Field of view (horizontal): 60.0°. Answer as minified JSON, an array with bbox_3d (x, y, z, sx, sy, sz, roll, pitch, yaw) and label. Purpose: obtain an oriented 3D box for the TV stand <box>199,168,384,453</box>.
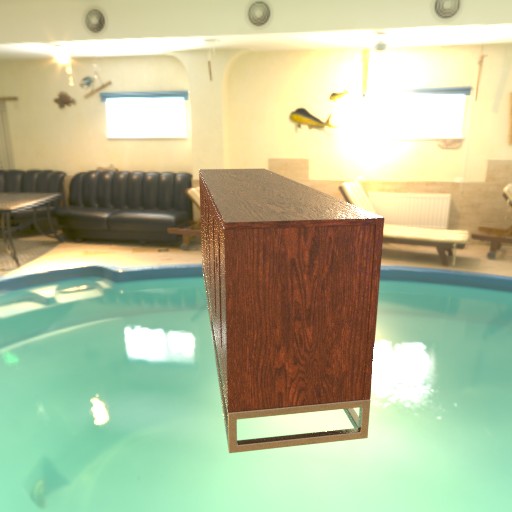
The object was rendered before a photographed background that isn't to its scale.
[{"bbox_3d":[0.000,0.000,1.779,0.382,0.578,1.541,-2,15,-9],"label":"TV stand"}]
